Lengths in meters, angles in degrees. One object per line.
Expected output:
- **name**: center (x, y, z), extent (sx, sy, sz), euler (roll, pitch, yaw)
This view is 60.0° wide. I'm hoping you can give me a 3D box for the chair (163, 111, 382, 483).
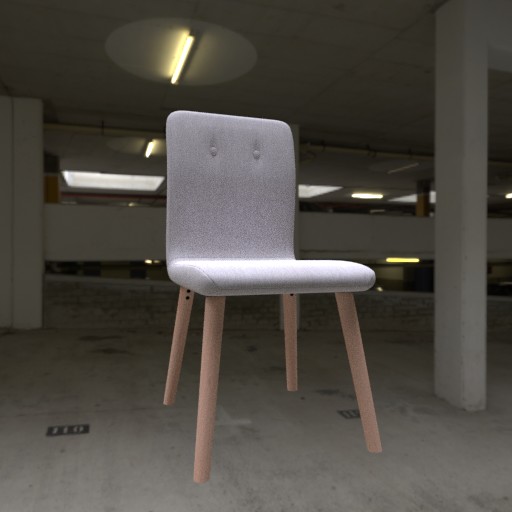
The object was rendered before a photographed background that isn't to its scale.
- **chair**: center (0.000, 0.000, 1.185), extent (0.435, 0.885, 0.550), euler (0, 0, -19)
